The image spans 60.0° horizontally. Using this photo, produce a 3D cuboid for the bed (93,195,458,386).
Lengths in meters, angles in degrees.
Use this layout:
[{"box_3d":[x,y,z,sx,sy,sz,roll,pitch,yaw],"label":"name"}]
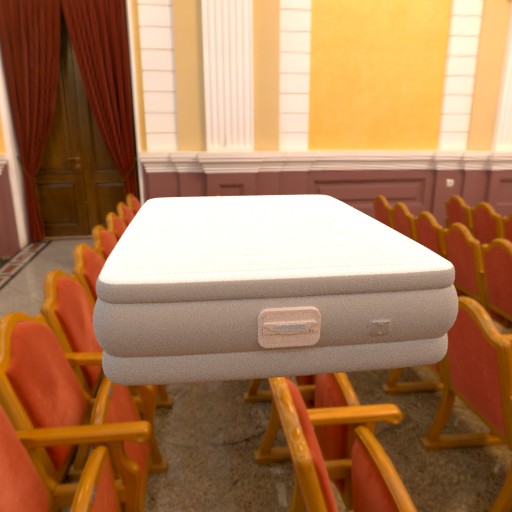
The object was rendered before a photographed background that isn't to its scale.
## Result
[{"box_3d":[0.000,0.000,2.634,1.520,0.460,2.036,-2,17,-7],"label":"bed"}]
